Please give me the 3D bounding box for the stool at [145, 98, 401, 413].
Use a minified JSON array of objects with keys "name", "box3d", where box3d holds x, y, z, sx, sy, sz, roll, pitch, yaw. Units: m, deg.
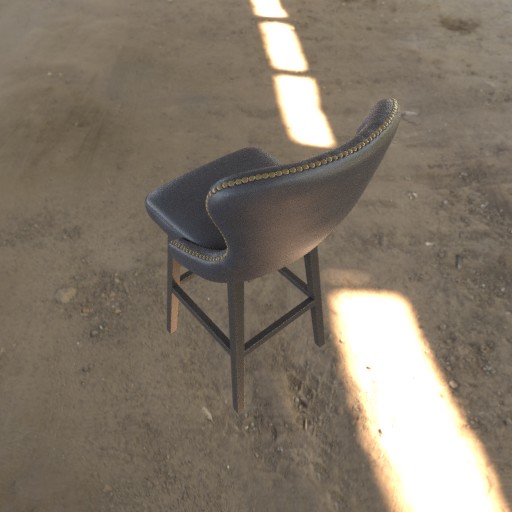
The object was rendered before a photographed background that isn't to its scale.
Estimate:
[{"name":"stool","box3d":[0.000,0.000,1.356,0.528,1.050,0.601,-32,54,-26]}]
